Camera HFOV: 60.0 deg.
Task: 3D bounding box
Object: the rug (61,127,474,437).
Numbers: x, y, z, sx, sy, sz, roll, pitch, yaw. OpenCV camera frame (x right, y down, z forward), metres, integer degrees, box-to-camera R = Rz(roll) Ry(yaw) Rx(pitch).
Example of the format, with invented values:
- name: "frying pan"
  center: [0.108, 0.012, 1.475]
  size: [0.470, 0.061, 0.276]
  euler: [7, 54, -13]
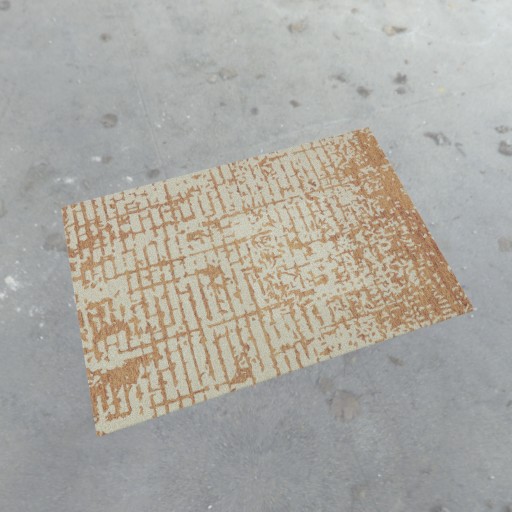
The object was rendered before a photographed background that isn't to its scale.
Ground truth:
- name: "rug"
  center: [0.000, 0.000, 2.278]
  size: [1.829, 0.011, 1.219]
  euler: [-16, 65, -8]
